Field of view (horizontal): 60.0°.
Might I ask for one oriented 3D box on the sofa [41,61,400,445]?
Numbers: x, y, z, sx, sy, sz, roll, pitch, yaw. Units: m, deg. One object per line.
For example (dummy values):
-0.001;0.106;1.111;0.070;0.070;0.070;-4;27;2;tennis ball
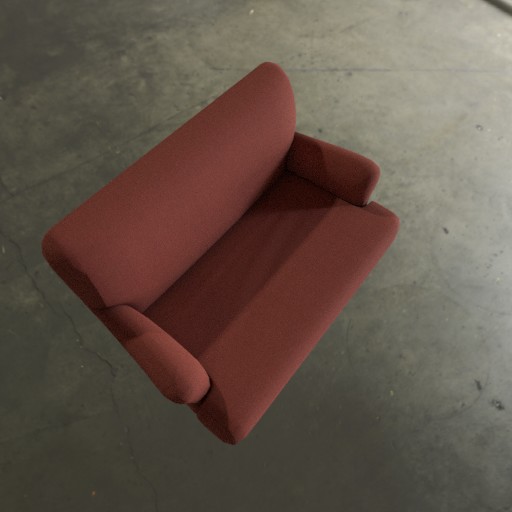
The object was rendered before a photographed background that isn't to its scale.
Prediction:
0.000;0.000;1.822;0.779;0.889;1.297;34;64;19;sofa
